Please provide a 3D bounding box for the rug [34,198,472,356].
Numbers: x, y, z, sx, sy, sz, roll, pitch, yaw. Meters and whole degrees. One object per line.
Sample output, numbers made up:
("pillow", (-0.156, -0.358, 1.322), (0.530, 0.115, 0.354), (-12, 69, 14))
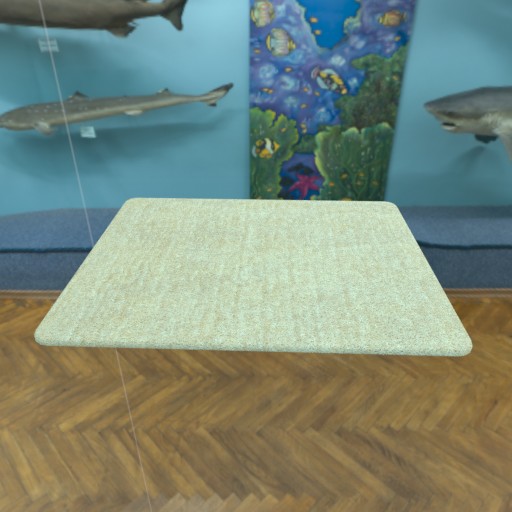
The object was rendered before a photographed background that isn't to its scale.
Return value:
("rug", (0.000, 0.000, 3.345), (2.528, 0.048, 2.009), (1, 31, 2))
